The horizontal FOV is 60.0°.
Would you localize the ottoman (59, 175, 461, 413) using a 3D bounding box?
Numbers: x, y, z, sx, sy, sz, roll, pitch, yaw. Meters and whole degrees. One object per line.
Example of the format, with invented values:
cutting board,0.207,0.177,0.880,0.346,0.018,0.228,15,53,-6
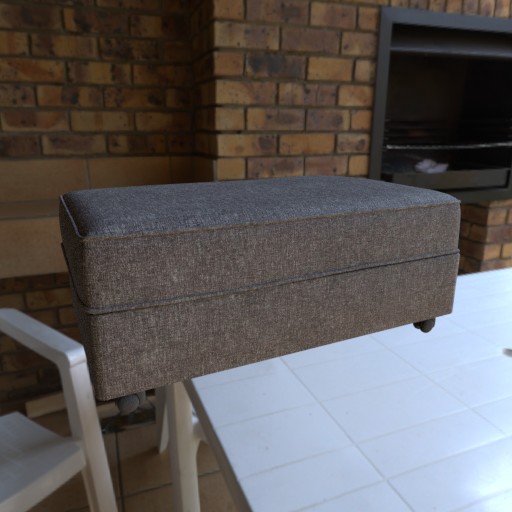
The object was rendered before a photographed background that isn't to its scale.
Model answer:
ottoman,0.000,0.000,1.506,1.184,0.487,0.717,-8,18,-25
